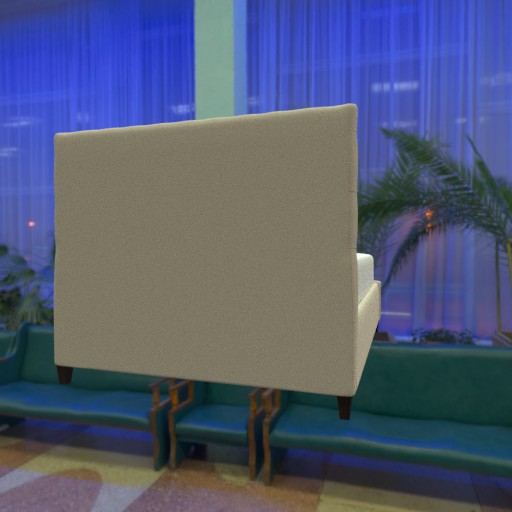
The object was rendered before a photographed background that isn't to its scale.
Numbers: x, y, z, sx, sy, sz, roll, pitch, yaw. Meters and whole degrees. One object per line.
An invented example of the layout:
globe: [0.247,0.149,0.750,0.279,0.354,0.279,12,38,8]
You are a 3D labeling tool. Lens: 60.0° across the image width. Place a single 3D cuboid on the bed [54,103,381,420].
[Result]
bed: [0.000,0.000,3.280,1.696,1.426,2.233,0,1,19]
